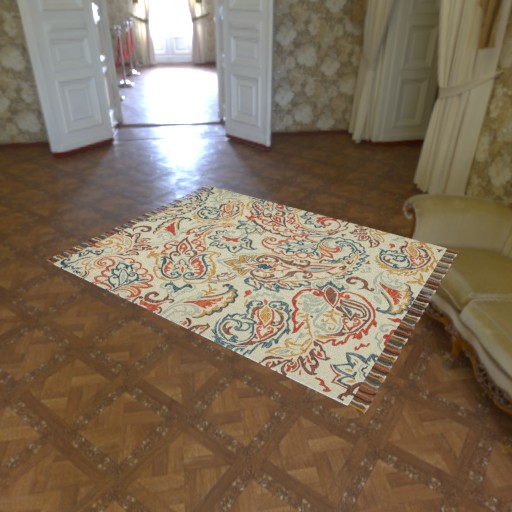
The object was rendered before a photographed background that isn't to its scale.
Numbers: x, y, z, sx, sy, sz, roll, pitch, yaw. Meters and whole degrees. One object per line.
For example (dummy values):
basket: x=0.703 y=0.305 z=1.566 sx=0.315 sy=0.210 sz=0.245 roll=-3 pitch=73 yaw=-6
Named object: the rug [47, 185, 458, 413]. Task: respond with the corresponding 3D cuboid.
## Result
rug: x=0.000 y=0.000 z=4.384 sx=3.274 sy=0.015 sz=2.439 roll=19 pitch=35 yaw=29
